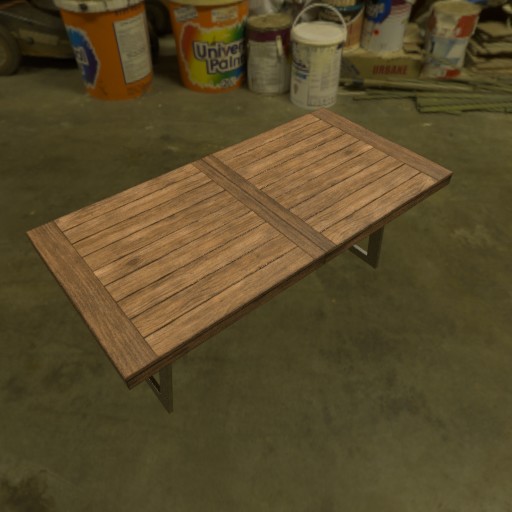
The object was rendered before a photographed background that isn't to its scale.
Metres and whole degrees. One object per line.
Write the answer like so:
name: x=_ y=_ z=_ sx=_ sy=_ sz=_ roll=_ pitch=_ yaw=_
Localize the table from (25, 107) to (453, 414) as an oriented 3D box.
table: x=0.000 y=0.000 z=2.383 sx=1.867 sy=0.757 sz=0.931 roll=-30 pitch=52 yaw=-27
